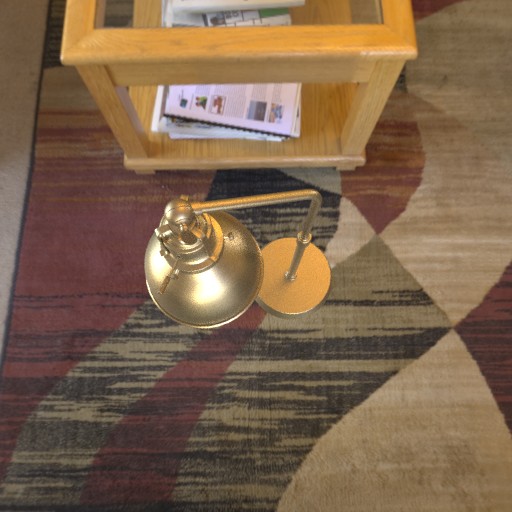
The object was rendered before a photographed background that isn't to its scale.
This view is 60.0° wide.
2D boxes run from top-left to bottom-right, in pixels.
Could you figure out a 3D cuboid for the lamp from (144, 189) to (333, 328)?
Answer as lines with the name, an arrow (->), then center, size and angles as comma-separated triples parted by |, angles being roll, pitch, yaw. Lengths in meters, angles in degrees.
lamp -> 0.000, 0.000, 0.582 | 0.286, 0.456, 0.153 | -18, 76, -5
